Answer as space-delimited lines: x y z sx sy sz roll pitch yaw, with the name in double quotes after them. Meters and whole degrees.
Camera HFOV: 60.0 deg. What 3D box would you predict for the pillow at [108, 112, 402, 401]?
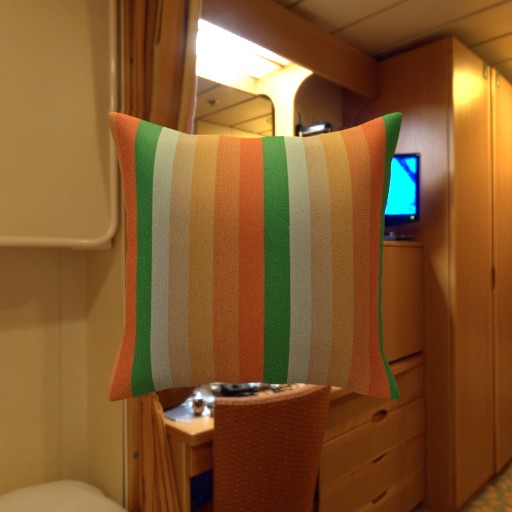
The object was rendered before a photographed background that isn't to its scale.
0.000 0.000 0.684 0.453 0.444 0.169 0 0 -1 "pillow"
